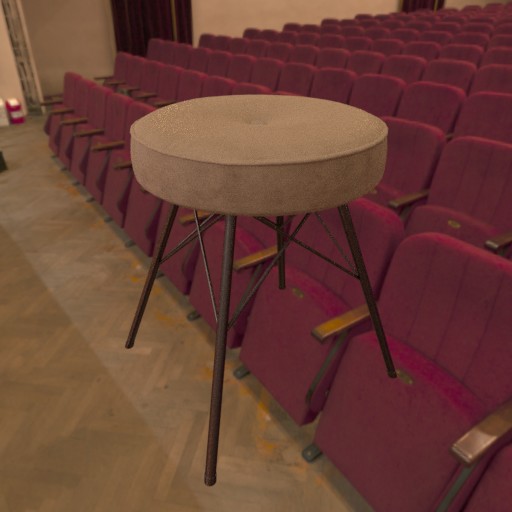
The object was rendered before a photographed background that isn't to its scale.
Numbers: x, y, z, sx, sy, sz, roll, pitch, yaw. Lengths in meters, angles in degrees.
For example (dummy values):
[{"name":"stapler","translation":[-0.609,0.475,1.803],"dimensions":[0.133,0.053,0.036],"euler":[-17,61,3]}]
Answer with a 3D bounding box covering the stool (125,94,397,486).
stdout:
[{"name":"stool","translation":[0.000,0.000,0.848],"dimensions":[0.457,0.538,0.423],"euler":[-18,35,-28]}]
